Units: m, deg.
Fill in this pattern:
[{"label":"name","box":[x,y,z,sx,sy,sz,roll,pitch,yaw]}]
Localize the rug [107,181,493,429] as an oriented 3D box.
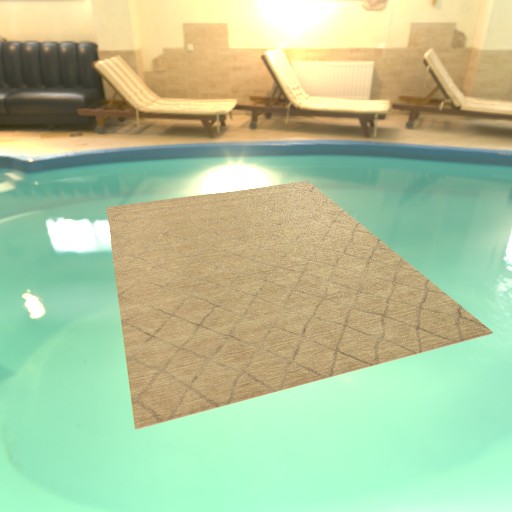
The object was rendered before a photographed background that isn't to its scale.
[{"label":"rug","box":[0.000,0.000,3.958,2.420,0.019,3.038,-10,32,-16]}]
